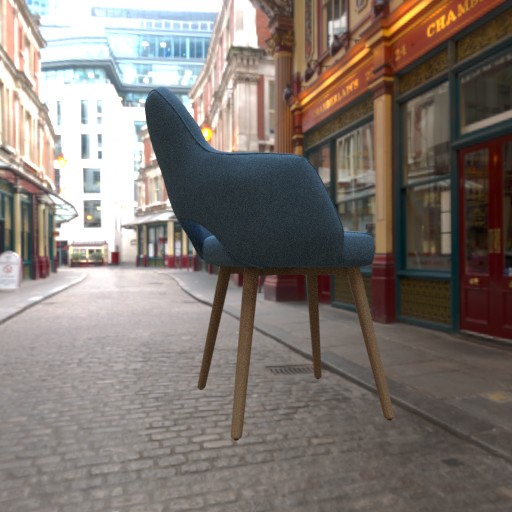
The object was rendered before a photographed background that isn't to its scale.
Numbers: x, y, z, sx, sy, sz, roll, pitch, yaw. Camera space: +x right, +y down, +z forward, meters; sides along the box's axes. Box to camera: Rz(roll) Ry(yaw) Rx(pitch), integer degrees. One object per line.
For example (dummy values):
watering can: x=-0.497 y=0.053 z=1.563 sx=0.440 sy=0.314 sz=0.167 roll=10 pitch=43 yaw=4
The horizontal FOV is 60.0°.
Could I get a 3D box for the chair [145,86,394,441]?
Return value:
chair: x=0.000 y=0.000 z=1.362 sx=0.666 sy=0.920 sz=0.589 roll=0 pitch=-1 yaw=-18
